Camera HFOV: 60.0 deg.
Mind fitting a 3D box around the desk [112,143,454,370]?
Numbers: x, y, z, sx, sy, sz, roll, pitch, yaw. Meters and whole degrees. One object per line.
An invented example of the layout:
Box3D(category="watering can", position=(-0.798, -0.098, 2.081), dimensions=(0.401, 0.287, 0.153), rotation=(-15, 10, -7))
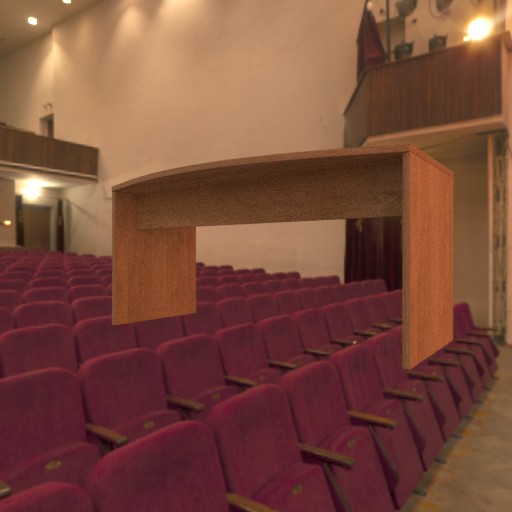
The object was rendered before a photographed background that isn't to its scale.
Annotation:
Box3D(category="desk", position=(0.000, 0.000, 2.129), dimensions=(1.600, 0.752, 0.802), rotation=(0, 0, 36))
